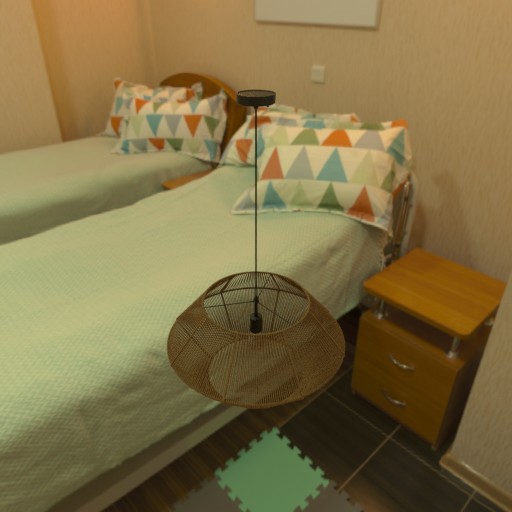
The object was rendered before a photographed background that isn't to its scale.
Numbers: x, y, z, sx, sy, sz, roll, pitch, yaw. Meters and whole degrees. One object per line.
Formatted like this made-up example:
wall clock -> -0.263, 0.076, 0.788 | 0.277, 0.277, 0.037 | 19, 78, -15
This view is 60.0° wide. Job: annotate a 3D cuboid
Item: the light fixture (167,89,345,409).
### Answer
light fixture -> 0.000, 0.000, 1.441 | 0.643, 1.009, 0.643 | 0, 30, 0
